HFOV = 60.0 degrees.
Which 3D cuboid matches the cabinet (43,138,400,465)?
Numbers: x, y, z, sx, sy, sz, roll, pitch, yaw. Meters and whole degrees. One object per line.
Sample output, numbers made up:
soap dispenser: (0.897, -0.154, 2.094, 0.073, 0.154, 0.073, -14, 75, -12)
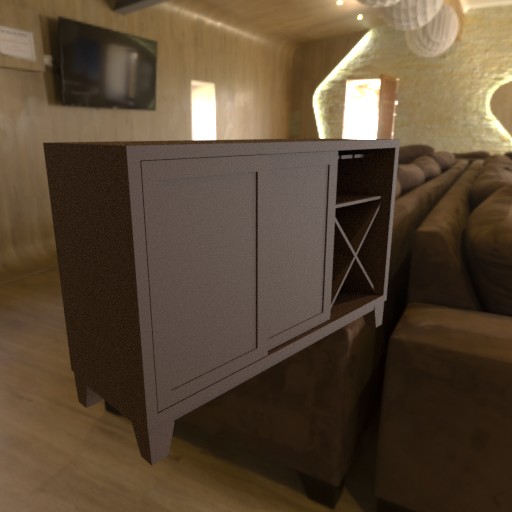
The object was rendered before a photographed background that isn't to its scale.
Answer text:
cabinet: (0.000, 0.000, 1.814, 0.482, 0.914, 1.396, 14, 21, 42)
